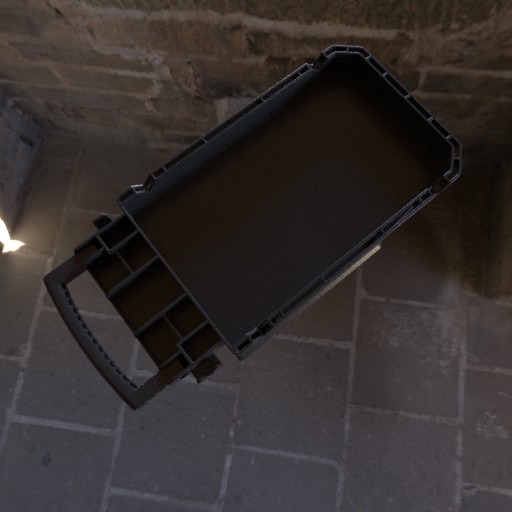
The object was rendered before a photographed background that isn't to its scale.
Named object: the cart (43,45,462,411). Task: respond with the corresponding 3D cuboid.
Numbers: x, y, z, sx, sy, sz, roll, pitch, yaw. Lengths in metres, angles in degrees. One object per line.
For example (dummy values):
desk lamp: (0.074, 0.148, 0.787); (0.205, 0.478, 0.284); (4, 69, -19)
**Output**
cart: (0.000, 0.000, 1.524); (1.061, 0.884, 0.497); (-38, 79, -9)
